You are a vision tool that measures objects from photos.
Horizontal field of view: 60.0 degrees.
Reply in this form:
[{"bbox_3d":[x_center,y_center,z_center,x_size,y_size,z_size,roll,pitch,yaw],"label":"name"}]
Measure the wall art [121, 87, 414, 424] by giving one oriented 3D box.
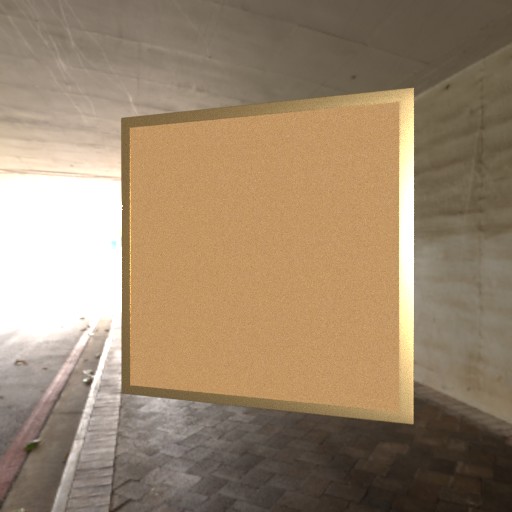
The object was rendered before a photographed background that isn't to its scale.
[{"bbox_3d":[0.000,0.000,0.456,0.305,0.305,0.023,0,0,17],"label":"wall art"}]
